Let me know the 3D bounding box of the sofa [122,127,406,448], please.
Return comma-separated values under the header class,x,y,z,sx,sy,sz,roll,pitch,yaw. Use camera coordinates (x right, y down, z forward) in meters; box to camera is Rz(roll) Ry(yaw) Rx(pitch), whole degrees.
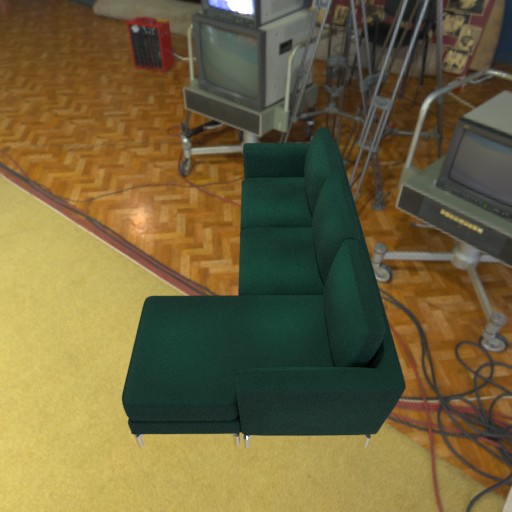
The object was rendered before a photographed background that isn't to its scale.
class,x,y,z,sx,sy,sz,roll,pitch,yaw
sofa,0.000,0.000,3.238,1.489,1.007,2.441,0,43,0
